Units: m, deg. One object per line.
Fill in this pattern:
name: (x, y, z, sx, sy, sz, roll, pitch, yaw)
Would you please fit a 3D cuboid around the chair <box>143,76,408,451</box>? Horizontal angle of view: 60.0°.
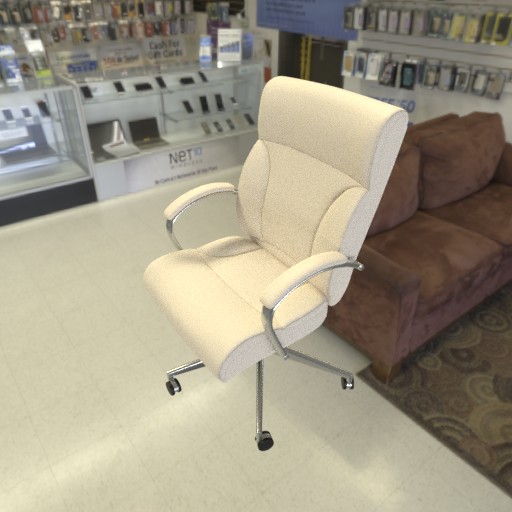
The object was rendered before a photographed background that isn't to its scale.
chair: (0.000, 0.000, 1.589, 0.745, 1.099, 0.727, -21, 38, -29)
